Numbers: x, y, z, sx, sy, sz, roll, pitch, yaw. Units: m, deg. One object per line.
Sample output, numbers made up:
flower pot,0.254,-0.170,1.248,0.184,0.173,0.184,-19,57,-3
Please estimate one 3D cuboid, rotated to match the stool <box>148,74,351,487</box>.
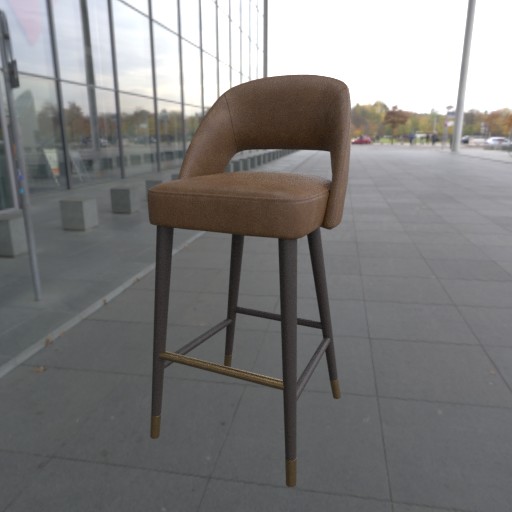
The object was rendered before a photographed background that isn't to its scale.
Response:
stool,0.000,0.000,1.289,0.494,1.037,0.509,7,17,25
